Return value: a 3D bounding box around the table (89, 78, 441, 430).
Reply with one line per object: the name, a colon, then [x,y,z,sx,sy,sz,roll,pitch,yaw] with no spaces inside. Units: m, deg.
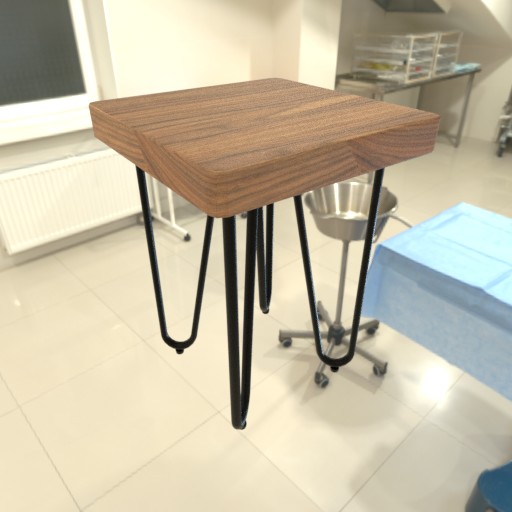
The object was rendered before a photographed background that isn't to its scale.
table: [0.000,0.000,0.990,0.480,0.641,0.479,-21,37,-30]
